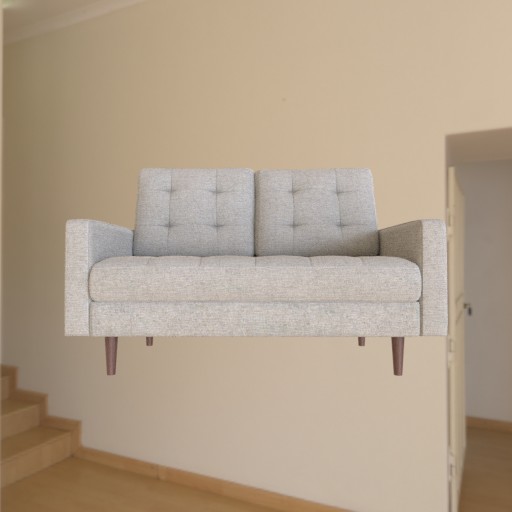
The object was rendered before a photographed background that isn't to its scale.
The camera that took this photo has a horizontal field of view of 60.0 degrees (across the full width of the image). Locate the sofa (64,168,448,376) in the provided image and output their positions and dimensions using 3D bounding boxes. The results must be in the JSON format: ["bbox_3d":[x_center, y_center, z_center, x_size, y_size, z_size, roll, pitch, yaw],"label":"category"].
[{"bbox_3d":[0.000,0.000,1.995,1.407,0.907,0.842,0,-1,0],"label":"sofa"}]
